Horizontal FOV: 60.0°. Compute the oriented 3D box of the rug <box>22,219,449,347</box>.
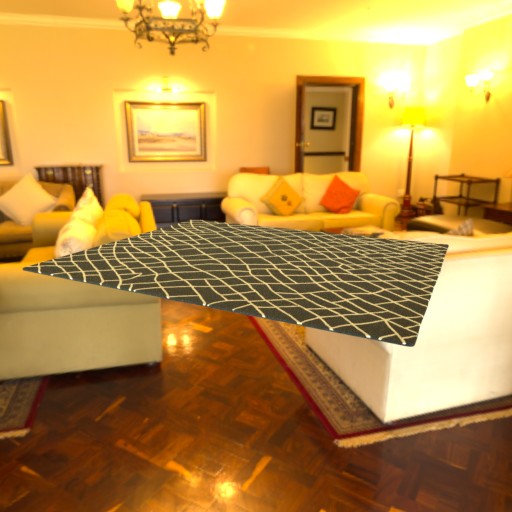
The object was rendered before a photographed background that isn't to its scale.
[{"bbox_3d":[0.000,0.000,3.983,3.047,0.022,2.439,8,17,26],"label":"rug"}]
